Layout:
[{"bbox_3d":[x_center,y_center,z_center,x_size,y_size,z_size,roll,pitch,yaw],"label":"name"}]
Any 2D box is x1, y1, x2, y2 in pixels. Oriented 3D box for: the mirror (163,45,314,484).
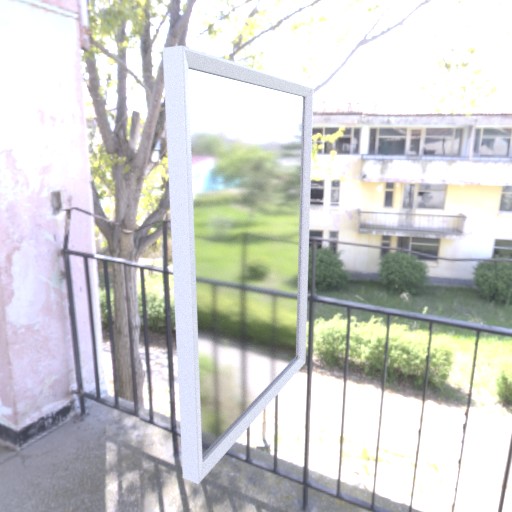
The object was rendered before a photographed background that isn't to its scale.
[{"bbox_3d":[0.000,0.000,0.918,0.039,0.710,0.507,7,16,27],"label":"mirror"}]
